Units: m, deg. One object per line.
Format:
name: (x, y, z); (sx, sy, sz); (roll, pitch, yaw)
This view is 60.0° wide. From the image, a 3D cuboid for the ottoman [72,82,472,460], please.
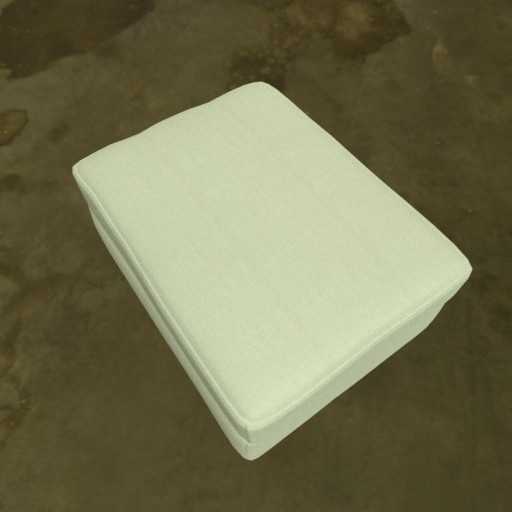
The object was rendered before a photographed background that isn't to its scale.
ottoman: (0.000, 0.000, 1.207); (0.634, 0.496, 0.818); (-31, 63, -18)
